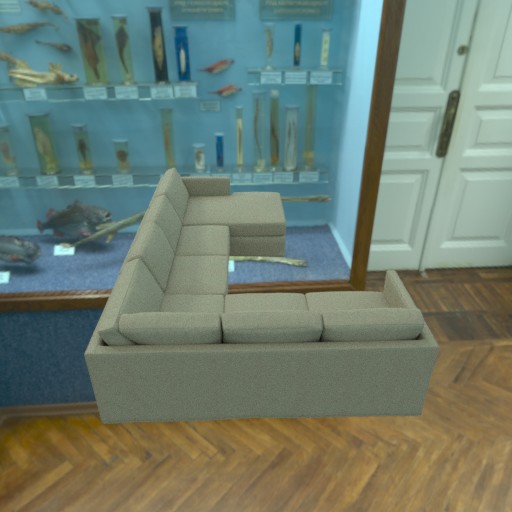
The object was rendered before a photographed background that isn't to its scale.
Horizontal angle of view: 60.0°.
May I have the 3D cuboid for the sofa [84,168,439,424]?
[{"bbox_3d":[0.000,0.000,4.606,2.427,0.882,3.460,-1,30,-2],"label":"sofa"}]
